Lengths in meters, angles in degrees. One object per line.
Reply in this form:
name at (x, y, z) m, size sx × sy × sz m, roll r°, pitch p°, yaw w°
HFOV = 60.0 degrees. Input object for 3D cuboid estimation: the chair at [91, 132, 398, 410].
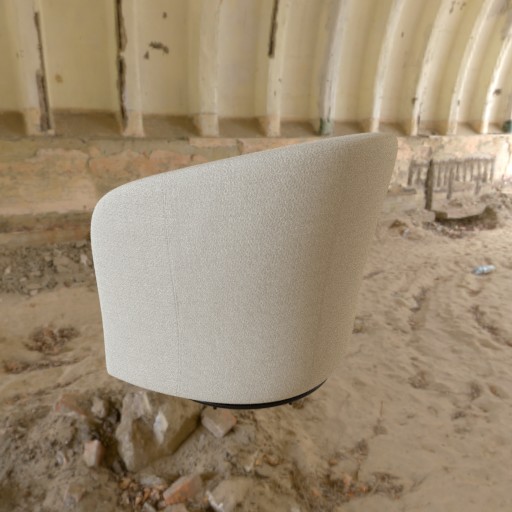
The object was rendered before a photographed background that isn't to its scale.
chair at (0.000, 0.000, 1.429) m, size 0.815 × 0.771 × 0.791 m, roll 7°, pitch 18°, yaw 23°
